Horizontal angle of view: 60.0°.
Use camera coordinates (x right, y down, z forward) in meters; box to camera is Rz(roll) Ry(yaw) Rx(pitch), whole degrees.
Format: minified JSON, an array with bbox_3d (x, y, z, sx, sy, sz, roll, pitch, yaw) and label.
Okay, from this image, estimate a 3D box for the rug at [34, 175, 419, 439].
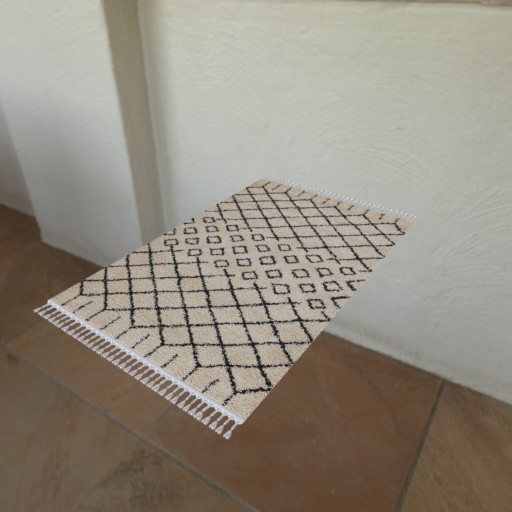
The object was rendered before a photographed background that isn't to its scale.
[{"bbox_3d":[0.000,0.000,2.506,1.196,0.008,2.006,21,39,29],"label":"rug"}]
